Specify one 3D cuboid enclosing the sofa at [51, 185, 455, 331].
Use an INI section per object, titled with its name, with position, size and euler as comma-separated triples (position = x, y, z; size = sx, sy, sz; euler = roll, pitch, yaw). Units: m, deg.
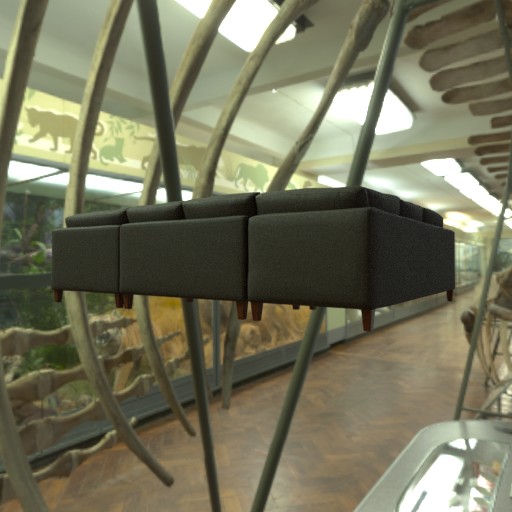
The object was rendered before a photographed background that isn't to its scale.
[sofa]
position = 0.000, 0.000, 4.667
size = 3.460, 0.961, 2.594
euler = 0, -1, 35
